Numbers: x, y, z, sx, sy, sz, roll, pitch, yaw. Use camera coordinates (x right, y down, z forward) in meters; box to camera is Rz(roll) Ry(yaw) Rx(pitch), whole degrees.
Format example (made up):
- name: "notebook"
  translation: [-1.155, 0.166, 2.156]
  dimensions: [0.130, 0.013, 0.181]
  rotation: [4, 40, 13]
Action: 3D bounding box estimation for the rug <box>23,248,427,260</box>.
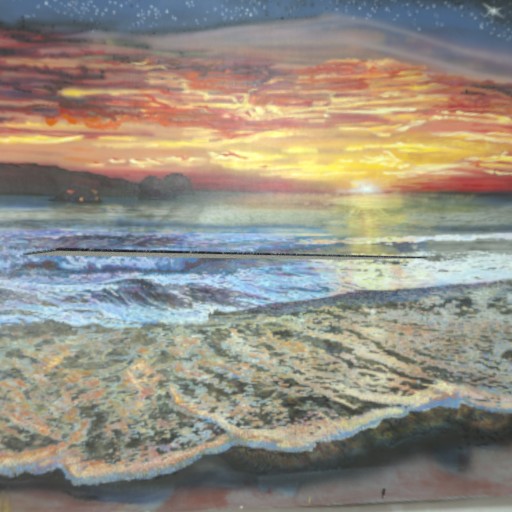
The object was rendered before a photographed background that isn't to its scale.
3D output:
- name: "rug"
  translation: [0.000, 0.000, 2.546]
  dimensions: [2.306, 0.013, 0.719]
  rotation: [1, -2, -36]
